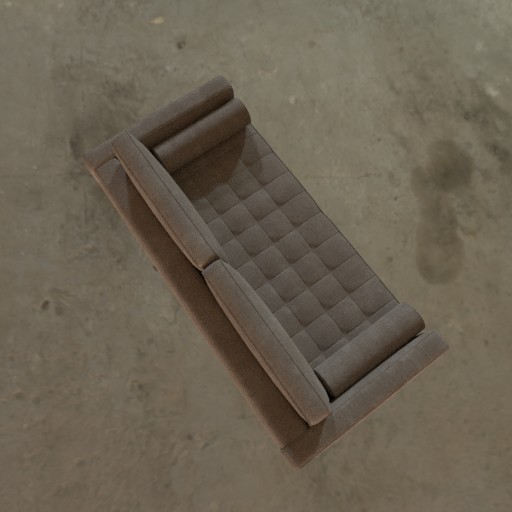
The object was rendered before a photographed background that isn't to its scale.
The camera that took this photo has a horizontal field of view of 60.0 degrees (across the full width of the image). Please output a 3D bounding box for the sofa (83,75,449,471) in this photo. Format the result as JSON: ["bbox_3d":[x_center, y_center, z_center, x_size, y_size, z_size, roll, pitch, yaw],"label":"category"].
[{"bbox_3d":[0.000,0.000,2.333,0.920,0.769,1.883,-35,76,-10],"label":"sofa"}]
